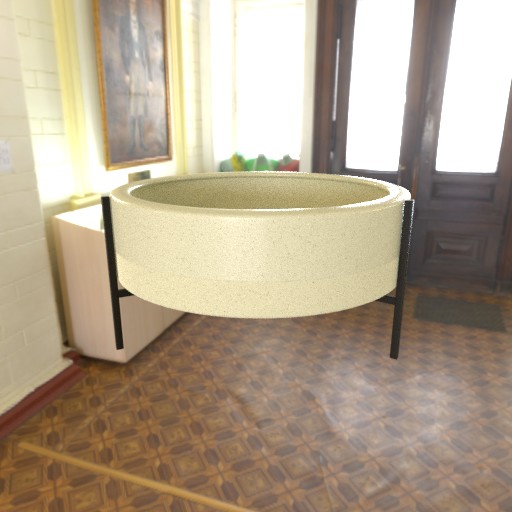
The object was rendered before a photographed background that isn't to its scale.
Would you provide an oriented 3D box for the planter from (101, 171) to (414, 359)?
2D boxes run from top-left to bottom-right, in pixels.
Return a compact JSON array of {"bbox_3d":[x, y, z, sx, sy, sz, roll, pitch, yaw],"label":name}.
[{"bbox_3d":[0.000,0.000,0.539,0.345,0.171,0.336,-8,18,-25],"label":"planter"}]
